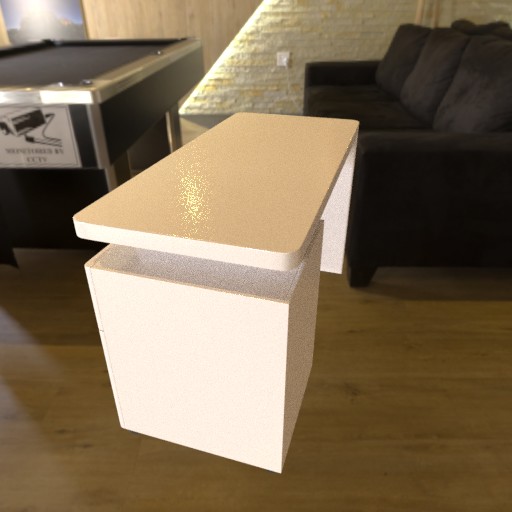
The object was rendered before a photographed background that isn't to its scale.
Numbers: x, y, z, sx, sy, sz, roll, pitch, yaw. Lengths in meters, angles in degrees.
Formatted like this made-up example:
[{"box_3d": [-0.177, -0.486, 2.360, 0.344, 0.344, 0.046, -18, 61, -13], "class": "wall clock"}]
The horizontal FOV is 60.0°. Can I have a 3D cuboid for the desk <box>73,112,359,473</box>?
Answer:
[{"box_3d": [0.000, 0.000, 1.642, 0.550, 0.760, 1.200, 9, 31, 15], "class": "desk"}]
